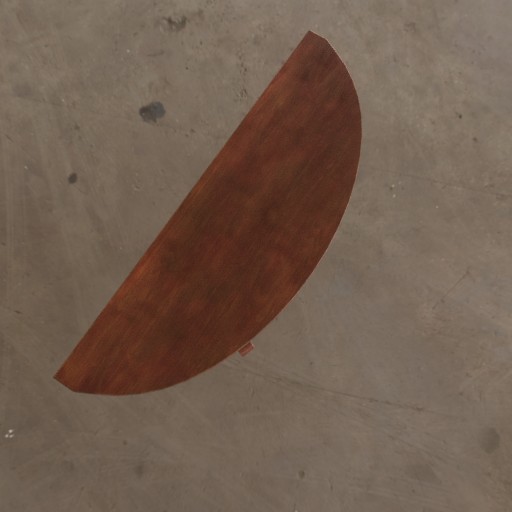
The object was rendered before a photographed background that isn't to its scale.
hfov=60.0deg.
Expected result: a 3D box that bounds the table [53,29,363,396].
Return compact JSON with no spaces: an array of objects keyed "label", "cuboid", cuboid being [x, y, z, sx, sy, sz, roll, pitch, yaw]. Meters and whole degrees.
[{"label":"table","cuboid":[0.000,0.000,1.509,0.394,0.699,1.198,32,78,8]}]
